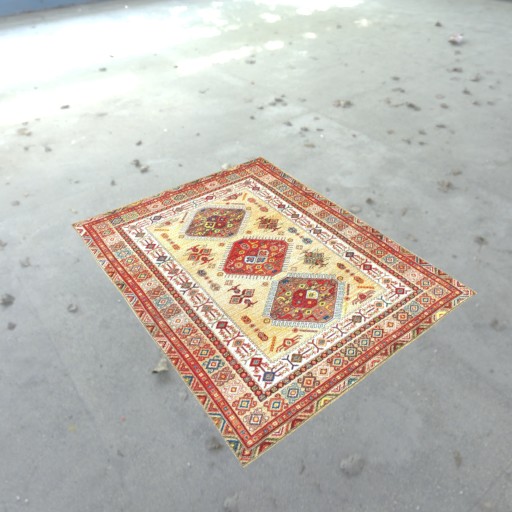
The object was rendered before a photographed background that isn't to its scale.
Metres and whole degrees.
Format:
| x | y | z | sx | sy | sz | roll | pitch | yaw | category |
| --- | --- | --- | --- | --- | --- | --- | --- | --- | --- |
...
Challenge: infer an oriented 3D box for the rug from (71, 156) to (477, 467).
| x | y | z | sx | sy | sz | roll | pitch | yaw | category |
| --- | --- | --- | --- | --- | --- | --- | --- | --- | --- |
| 0.000 | 0.000 | 4.160 | 2.460 | 0.005 | 3.067 | -26 | 47 | -27 | rug |
